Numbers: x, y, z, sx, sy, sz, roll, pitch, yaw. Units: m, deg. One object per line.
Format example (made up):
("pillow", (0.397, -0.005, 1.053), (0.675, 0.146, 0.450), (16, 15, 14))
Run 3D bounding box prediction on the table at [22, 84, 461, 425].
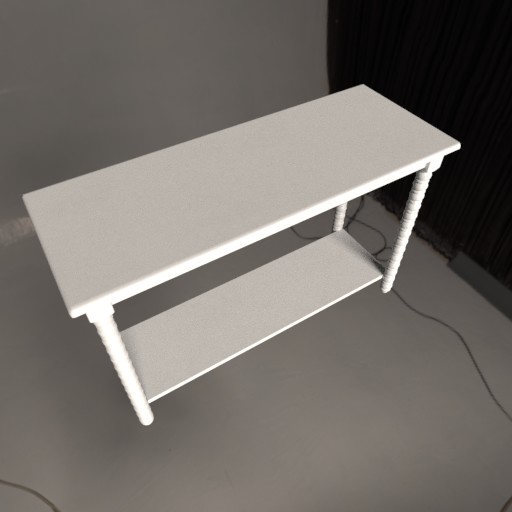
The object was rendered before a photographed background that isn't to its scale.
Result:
("table", (0.000, 0.000, 1.522), (1.184, 0.740, 0.459), (-24, 52, -21))
